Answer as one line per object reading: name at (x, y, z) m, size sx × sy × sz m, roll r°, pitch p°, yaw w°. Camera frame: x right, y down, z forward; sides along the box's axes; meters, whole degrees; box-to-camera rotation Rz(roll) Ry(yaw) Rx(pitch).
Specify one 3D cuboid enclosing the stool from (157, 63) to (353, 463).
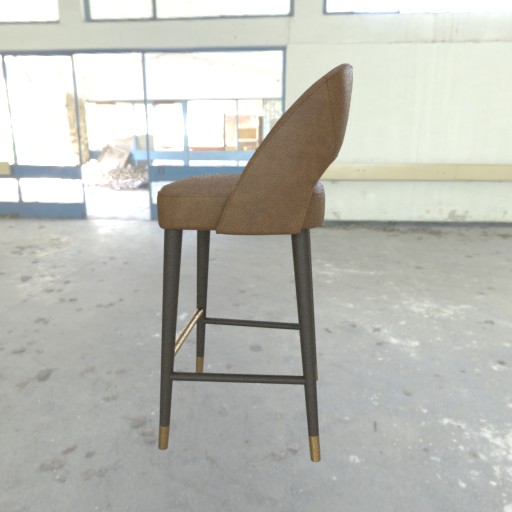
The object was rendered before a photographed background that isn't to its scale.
stool at (0.000, 0.000, 1.314) m, size 0.509 × 1.037 × 0.494 m, roll 2°, pitch 14°, yaw 7°
